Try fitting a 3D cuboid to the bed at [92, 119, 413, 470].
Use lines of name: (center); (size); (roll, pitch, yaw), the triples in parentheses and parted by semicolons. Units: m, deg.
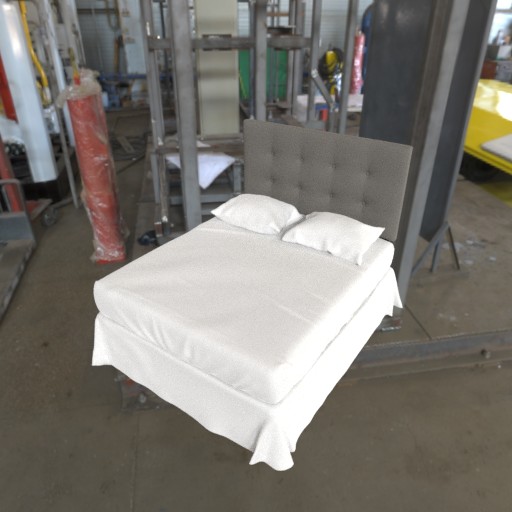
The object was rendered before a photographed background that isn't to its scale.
bed: (0.000, 0.000, 3.567); (1.936, 1.577, 2.222); (19, 35, 30)
